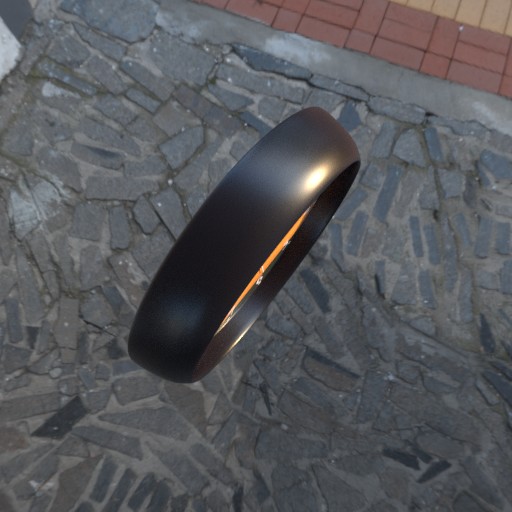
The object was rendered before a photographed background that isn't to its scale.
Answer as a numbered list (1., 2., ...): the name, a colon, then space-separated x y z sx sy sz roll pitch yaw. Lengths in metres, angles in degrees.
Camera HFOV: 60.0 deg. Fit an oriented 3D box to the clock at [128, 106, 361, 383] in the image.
1. clock: 0.000 0.000 0.442 0.060 0.300 0.300 37 78 10
